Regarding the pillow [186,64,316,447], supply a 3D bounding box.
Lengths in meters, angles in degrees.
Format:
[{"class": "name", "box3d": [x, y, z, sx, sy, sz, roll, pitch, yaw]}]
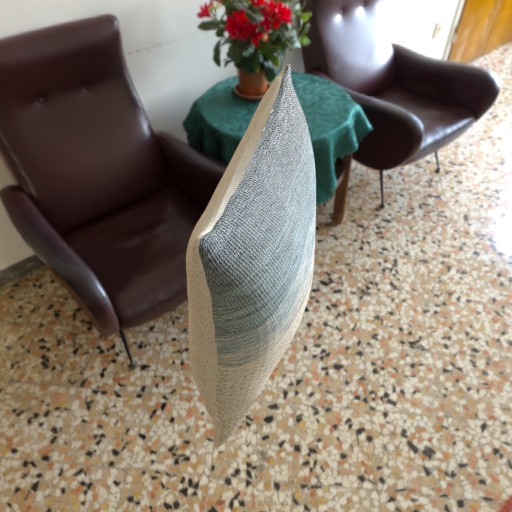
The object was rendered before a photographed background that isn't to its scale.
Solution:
[{"class": "pillow", "box3d": [0.000, 0.000, 0.694, 0.182, 0.441, 0.440, 10, 46, 10]}]
